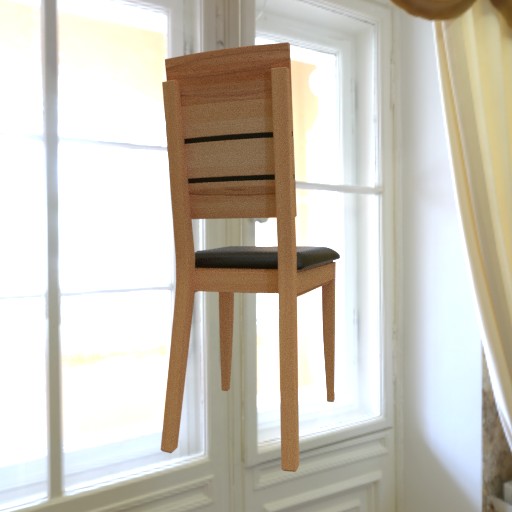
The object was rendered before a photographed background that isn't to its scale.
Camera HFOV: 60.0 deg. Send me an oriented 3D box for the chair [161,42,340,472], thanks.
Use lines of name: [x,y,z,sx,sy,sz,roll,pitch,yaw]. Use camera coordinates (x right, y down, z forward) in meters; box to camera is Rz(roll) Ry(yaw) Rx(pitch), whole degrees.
chair: [0.000,0.000,1.239,0.410,0.940,0.520,1,2,17]
